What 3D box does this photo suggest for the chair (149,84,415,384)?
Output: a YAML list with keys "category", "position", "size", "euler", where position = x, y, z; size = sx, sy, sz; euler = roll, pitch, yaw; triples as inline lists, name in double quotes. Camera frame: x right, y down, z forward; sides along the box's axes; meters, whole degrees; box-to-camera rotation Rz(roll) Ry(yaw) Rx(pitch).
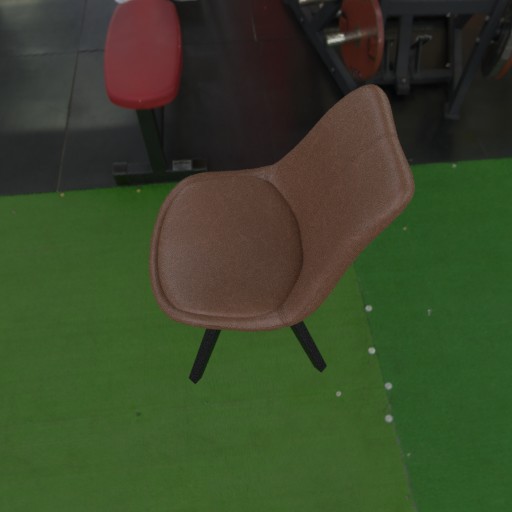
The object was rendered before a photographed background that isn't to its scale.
- category: "chair"
  position: [0.000, 0.000, 1.182]
  size: [0.550, 0.850, 0.475]
  euler: [-3, 59, -2]
